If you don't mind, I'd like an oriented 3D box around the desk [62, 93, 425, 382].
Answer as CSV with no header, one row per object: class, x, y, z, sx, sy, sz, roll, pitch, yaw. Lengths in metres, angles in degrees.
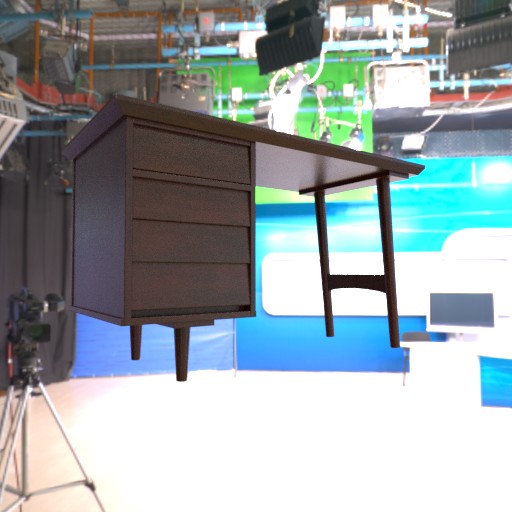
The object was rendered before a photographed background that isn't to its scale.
desk,0.000,0.000,1.696,1.277,0.758,0.612,2,-3,-35
